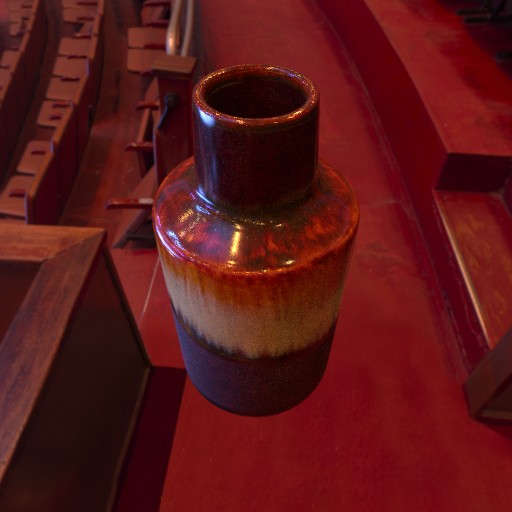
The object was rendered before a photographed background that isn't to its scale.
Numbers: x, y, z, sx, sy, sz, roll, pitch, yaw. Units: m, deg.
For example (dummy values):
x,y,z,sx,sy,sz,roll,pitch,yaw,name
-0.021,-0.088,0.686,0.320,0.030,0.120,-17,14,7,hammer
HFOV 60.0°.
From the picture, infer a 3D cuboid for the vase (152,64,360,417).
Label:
x,y,z,sx,sy,sz,roll,pitch,yaw,name
0.000,0.000,0.260,0.108,0.204,0.108,0,47,0,vase
